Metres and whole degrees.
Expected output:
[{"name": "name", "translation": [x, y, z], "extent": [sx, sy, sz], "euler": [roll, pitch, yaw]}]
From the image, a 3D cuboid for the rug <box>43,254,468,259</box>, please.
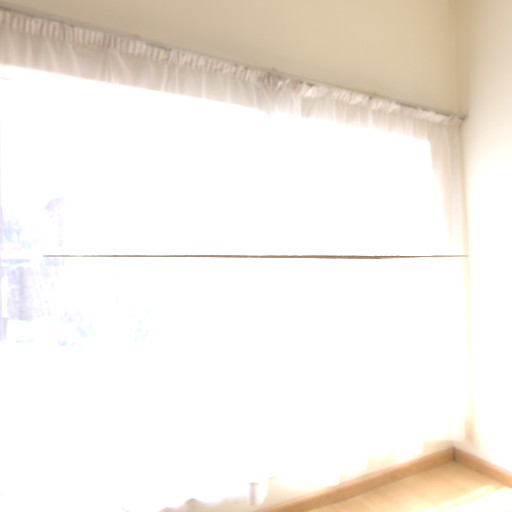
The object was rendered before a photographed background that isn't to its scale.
[{"name": "rug", "translation": [0.000, 0.000, 2.860], "extent": [2.227, 0.008, 1.611], "euler": [0, 0, 36]}]
